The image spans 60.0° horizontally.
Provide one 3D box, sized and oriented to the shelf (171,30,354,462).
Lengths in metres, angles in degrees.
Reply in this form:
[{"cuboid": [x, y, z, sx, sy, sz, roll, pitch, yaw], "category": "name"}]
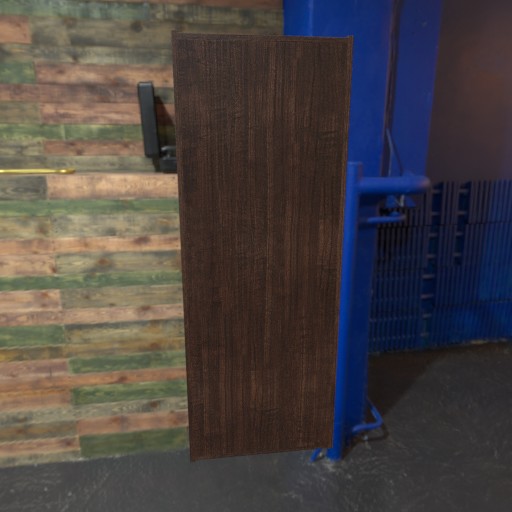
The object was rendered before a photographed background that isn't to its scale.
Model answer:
[{"cuboid": [0.000, 0.000, 1.261, 0.415, 1.099, 0.290, -2, 15, -8], "category": "shelf"}]
